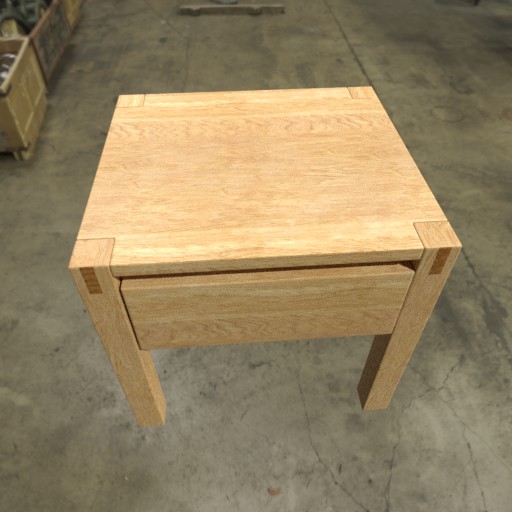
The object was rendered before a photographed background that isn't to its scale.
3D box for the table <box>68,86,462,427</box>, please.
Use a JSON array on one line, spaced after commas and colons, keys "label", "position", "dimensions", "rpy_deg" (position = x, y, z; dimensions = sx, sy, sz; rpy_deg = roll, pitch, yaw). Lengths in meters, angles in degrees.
[{"label": "table", "position": [0.000, 0.000, 0.849], "dimensions": [0.480, 0.450, 0.440], "rpy_deg": [-3, 46, -3]}]
